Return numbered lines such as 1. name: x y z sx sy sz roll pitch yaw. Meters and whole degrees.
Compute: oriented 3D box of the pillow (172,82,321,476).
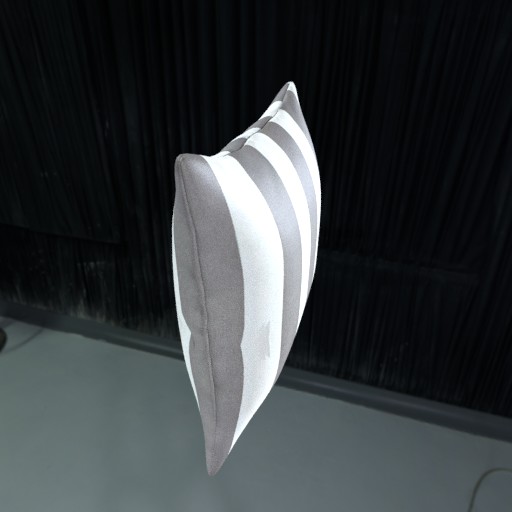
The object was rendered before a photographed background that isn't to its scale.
1. pillow: 0.000 0.000 0.775 0.192 0.507 0.522 8 31 14
